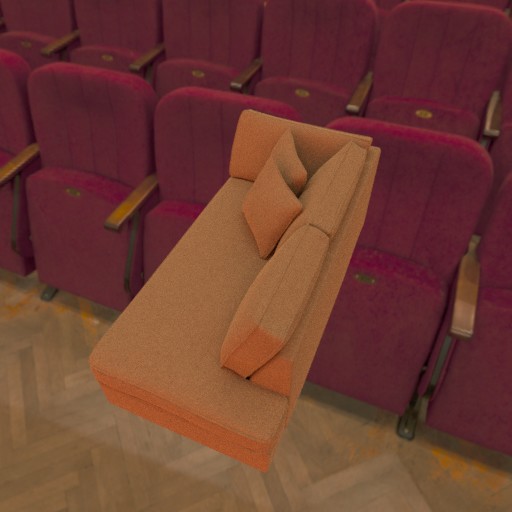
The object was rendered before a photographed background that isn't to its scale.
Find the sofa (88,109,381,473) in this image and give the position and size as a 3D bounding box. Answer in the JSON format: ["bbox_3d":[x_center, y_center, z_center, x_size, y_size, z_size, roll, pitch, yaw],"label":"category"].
[{"bbox_3d":[0.000,0.000,2.935,1.110,1.033,2.237,17,48,16],"label":"sofa"}]
